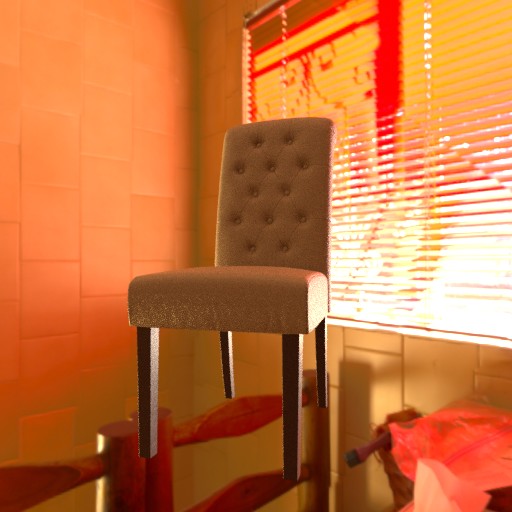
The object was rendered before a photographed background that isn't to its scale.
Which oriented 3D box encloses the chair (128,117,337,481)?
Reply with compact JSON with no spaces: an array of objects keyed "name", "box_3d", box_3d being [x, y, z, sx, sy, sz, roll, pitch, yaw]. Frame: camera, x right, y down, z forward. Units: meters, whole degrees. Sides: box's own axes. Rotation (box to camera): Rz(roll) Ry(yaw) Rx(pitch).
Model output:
[{"name":"chair","box_3d":[0.000,0.000,1.351,0.456,1.006,0.671,0,-1,18]}]
